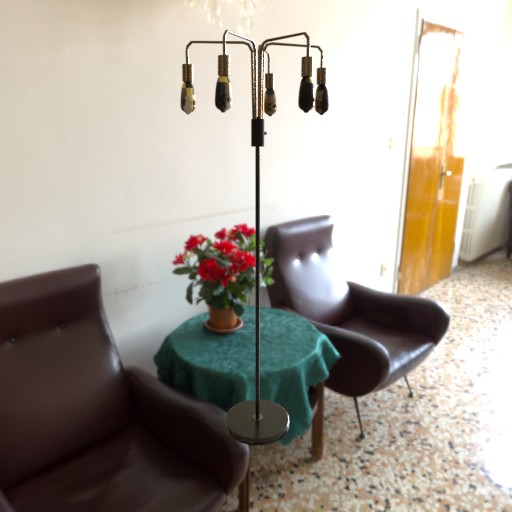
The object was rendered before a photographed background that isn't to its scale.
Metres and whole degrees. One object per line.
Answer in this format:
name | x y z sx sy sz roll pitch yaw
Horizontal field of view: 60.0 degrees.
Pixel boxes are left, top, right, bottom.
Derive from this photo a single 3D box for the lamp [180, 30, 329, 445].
lamp | 0.000 0.000 1.949 0.572 1.721 0.599 3 16 10
